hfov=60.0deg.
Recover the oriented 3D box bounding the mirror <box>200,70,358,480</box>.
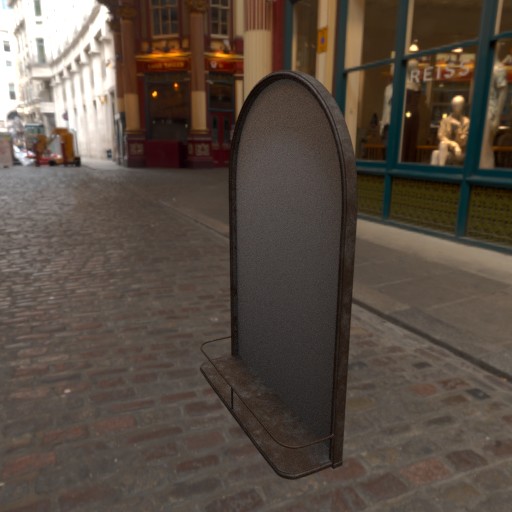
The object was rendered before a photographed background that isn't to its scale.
[{"bbox_3d":[0.000,0.000,0.984,0.137,0.770,0.510,-7,17,-26],"label":"mirror"}]
